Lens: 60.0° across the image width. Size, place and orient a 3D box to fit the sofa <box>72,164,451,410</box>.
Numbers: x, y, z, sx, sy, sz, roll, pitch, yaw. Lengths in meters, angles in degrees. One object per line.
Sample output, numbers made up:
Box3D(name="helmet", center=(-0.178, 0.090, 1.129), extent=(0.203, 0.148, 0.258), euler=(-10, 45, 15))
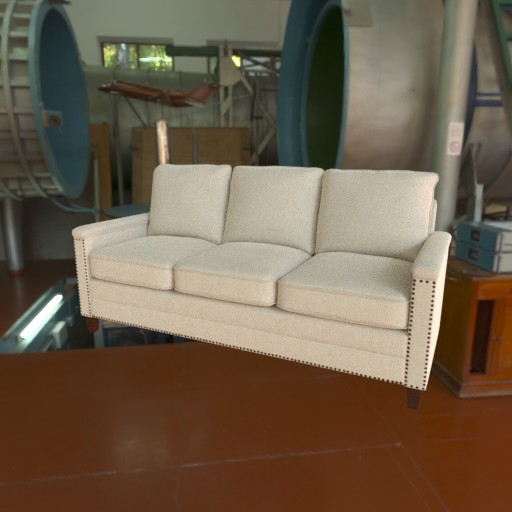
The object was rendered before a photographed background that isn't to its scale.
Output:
Box3D(name="sofa", center=(0.000, 0.000, 2.444), extent=(1.925, 0.961, 0.828), euler=(7, 15, 25))
